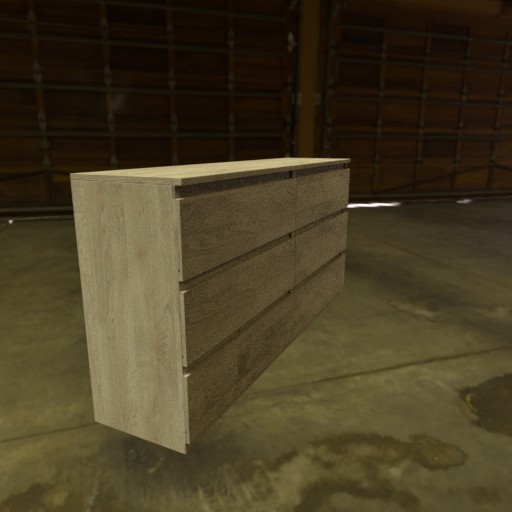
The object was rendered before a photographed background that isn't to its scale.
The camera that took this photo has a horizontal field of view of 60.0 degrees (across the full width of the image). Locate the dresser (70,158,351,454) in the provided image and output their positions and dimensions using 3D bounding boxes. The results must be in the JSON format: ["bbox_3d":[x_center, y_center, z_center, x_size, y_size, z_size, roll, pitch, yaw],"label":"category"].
[{"bbox_3d":[0.000,0.000,1.950,0.390,0.795,1.590,7,16,25],"label":"dresser"}]
